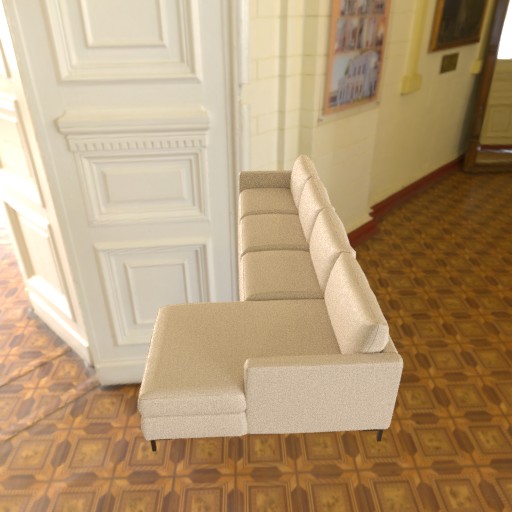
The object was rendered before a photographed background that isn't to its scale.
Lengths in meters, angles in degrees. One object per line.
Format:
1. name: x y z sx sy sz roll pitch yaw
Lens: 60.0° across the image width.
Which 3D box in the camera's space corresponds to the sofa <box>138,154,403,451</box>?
1. sofa: 0.000 0.000 3.256 1.258 0.755 2.731 -1 30 -2
